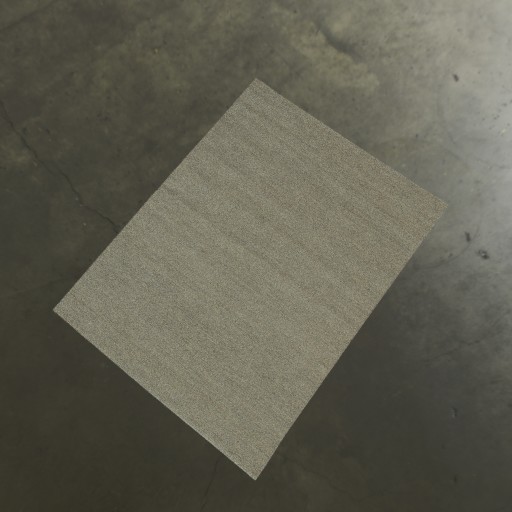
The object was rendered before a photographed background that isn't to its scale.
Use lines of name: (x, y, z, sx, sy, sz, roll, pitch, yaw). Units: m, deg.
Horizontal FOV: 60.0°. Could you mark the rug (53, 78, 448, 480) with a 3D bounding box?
rug: (0.000, 0.000, 4.895, 2.757, 0.051, 3.626, 37, 79, 8)
